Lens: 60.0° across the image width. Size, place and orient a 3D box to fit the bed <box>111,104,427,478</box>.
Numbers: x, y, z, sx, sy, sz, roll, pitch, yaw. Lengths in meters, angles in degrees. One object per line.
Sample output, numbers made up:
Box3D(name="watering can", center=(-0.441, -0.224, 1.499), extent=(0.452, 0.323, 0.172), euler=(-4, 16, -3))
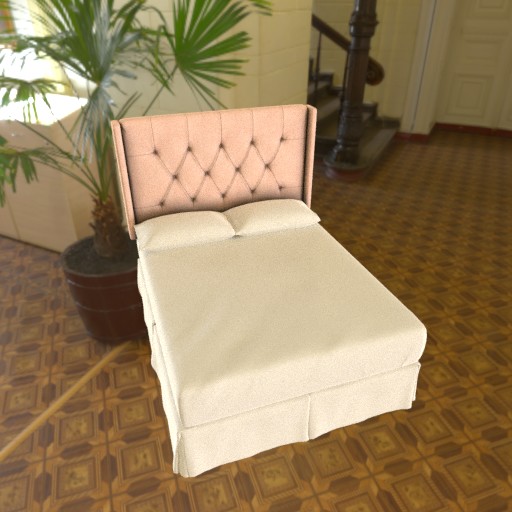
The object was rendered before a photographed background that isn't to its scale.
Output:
Box3D(name="bed", center=(0.000, 0.000, 3.263), extent=(1.719, 1.665, 2.066), euler=(-10, 32, -17))
